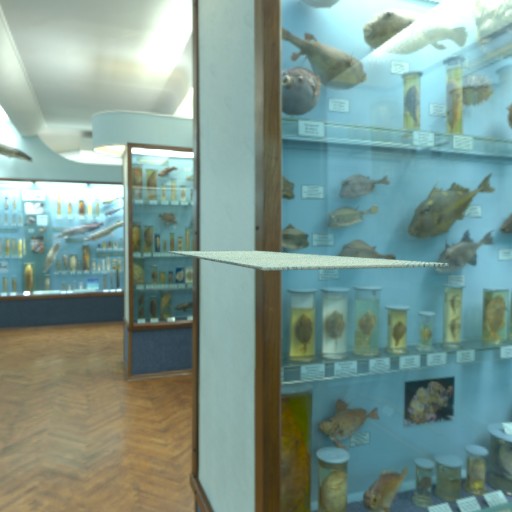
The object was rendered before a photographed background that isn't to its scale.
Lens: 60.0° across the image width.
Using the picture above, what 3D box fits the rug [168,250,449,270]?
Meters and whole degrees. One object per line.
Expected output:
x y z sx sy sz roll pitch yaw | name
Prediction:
0.000 0.000 2.760 0.775 0.012 2.452 -1 2 -19 | rug
